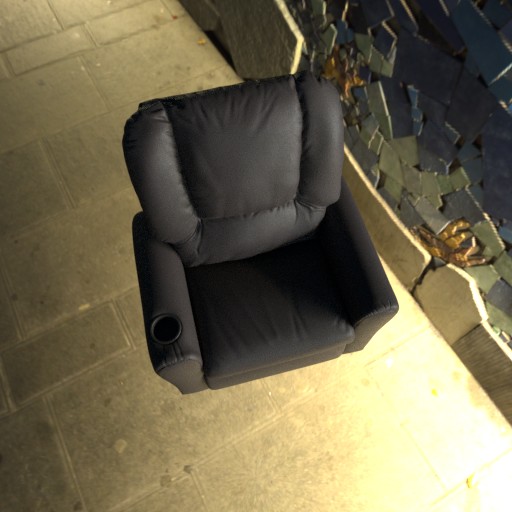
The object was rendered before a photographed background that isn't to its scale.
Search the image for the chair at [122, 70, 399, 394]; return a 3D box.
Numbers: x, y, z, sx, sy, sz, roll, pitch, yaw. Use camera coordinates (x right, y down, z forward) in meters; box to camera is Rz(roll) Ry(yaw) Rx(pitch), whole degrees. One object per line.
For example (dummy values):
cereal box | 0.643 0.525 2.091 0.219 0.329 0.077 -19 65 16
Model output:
chair | 0.000 0.000 1.138 0.610 0.709 0.521 -13 64 -6
